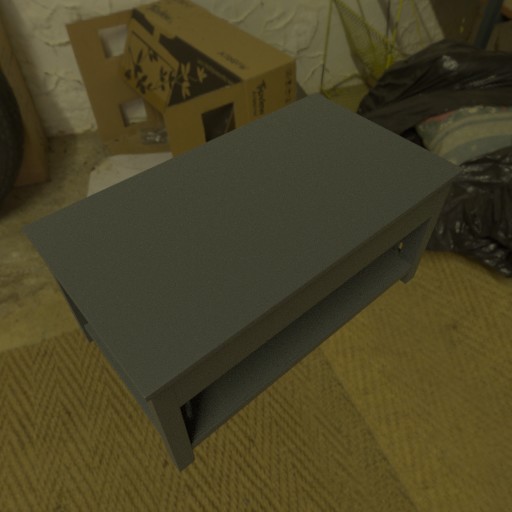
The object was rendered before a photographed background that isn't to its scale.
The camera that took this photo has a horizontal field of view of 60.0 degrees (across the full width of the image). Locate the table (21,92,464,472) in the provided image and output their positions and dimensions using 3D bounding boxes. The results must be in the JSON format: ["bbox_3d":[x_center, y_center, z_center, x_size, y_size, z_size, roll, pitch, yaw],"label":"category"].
[{"bbox_3d":[0.000,0.000,1.389,1.068,0.493,0.612,-32,55,-26],"label":"table"}]
